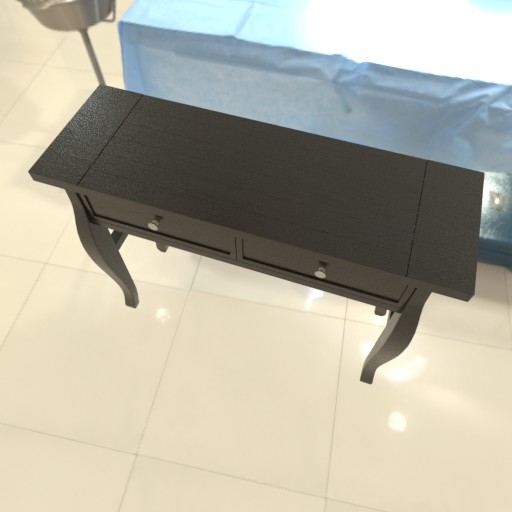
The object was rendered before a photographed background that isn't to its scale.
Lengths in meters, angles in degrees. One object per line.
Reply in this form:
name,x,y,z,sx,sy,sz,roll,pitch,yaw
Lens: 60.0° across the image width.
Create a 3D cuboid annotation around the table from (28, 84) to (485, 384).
table,0.000,0.000,1.411,1.062,0.768,0.373,16,59,10
